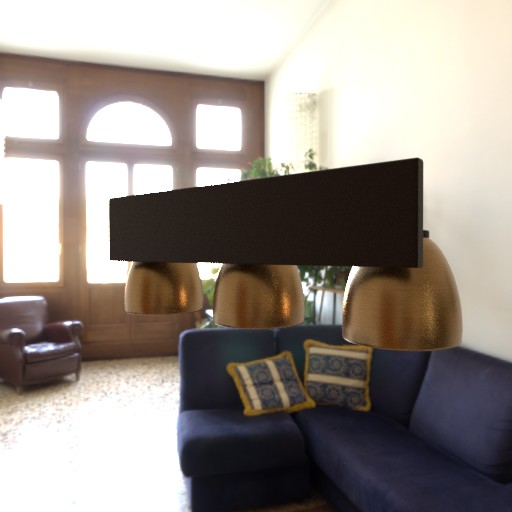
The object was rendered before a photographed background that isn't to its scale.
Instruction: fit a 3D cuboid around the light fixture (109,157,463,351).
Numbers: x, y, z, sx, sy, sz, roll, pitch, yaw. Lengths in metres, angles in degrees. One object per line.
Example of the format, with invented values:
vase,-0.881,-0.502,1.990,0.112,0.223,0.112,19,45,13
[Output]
light fixture,0.000,0.000,0.678,0.582,0.204,0.157,0,1,38
